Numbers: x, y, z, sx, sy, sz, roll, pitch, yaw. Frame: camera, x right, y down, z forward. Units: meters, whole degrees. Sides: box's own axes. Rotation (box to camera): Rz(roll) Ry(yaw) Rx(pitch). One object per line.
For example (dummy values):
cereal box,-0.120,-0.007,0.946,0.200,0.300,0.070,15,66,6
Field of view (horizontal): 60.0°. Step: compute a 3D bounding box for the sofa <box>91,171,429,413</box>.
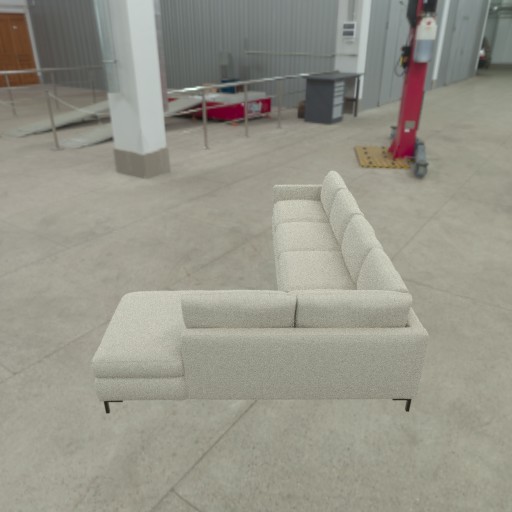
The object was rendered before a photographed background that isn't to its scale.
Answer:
sofa,0.000,0.000,3.935,2.007,0.815,2.949,0,26,0
